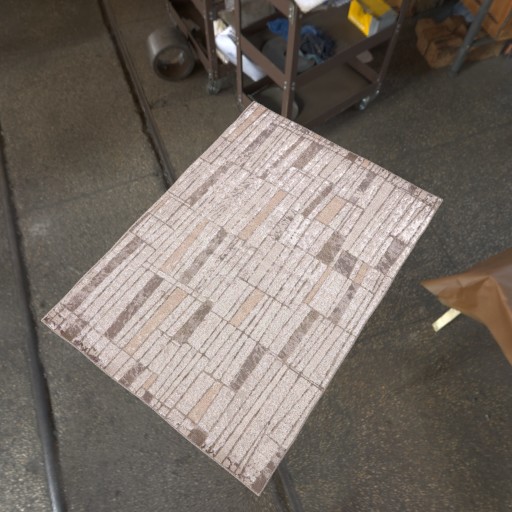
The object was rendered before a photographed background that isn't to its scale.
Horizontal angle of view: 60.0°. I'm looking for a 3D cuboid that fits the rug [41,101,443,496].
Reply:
[{"bbox_3d":[0.000,0.000,4.343,2.449,0.019,3.357,32,67,15],"label":"rug"}]
